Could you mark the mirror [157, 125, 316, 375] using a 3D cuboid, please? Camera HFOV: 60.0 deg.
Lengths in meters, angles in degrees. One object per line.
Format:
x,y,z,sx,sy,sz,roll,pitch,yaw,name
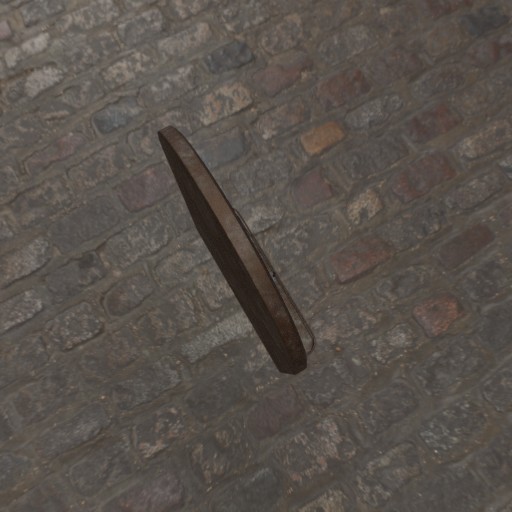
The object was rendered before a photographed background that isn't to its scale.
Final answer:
0.000,0.000,0.981,0.137,0.770,0.510,-30,78,-7,mirror
